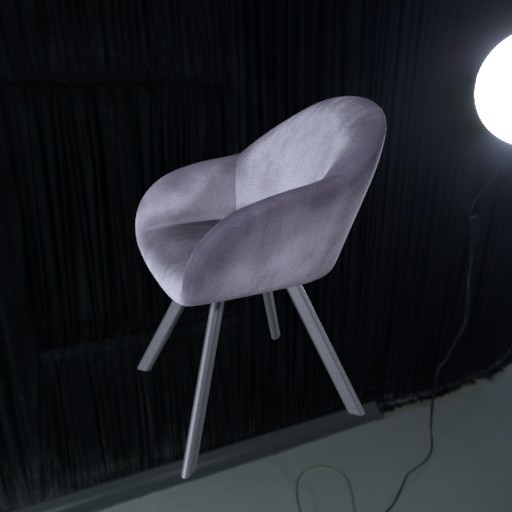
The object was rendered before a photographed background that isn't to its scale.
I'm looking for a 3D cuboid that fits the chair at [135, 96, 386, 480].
[{"bbox_3d":[0.000,0.000,1.165,0.590,0.795,0.550,-9,21,-24],"label":"chair"}]
